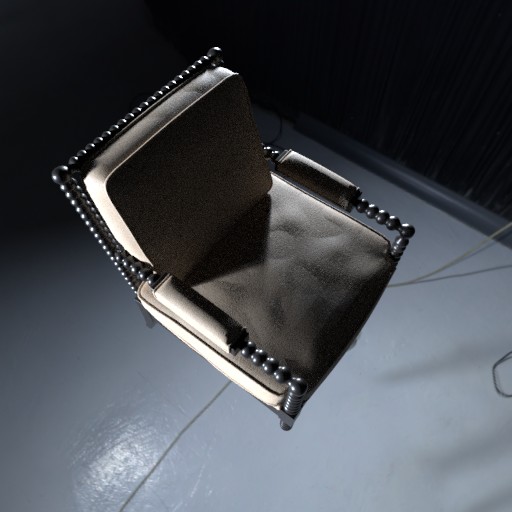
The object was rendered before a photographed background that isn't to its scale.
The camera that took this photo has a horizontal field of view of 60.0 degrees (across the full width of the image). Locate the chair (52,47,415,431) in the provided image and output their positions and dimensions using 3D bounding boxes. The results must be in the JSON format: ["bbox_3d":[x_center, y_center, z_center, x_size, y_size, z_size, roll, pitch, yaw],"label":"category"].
[{"bbox_3d":[0.000,0.000,1.184,0.657,0.703,0.555,33,65,18],"label":"chair"}]
